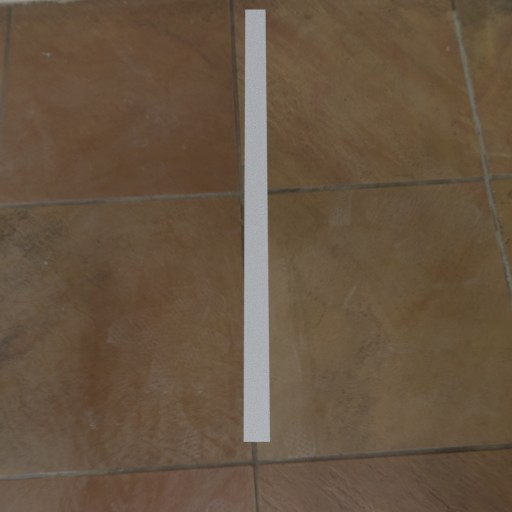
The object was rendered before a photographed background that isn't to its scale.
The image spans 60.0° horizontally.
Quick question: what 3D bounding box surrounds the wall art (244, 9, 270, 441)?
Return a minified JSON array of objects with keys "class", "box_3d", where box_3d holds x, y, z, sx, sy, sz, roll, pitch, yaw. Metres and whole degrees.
[{"class":"wall art","box_3d":[0.000,0.000,1.109,0.038,0.762,0.762,0,75,0]}]
